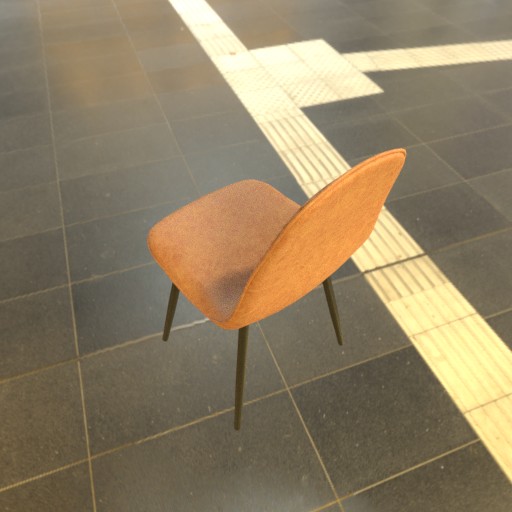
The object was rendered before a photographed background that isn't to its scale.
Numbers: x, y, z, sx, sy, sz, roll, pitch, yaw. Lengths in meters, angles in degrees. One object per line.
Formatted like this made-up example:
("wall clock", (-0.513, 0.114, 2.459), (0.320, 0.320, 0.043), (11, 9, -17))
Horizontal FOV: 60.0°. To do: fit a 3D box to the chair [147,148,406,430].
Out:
("chair", (0.000, 0.000, 1.193), (0.472, 0.889, 0.561), (-32, 54, -26))
